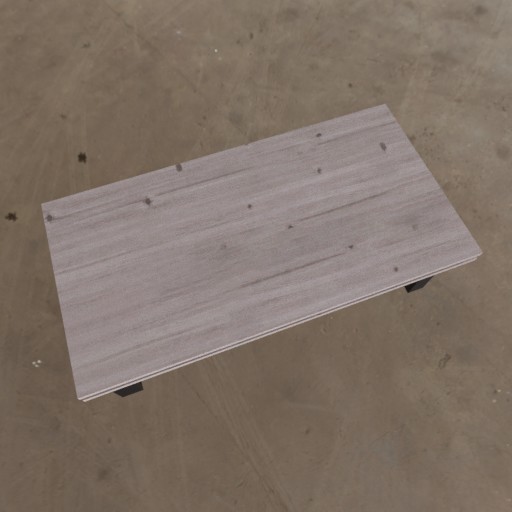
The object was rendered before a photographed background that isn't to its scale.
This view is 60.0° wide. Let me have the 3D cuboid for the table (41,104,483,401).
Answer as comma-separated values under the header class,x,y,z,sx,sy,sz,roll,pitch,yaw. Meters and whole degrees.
class,x,y,z,sx,sy,sz,roll,pitch,yaw
table,0.000,0.000,1.717,1.350,0.450,0.700,-18,66,-9
